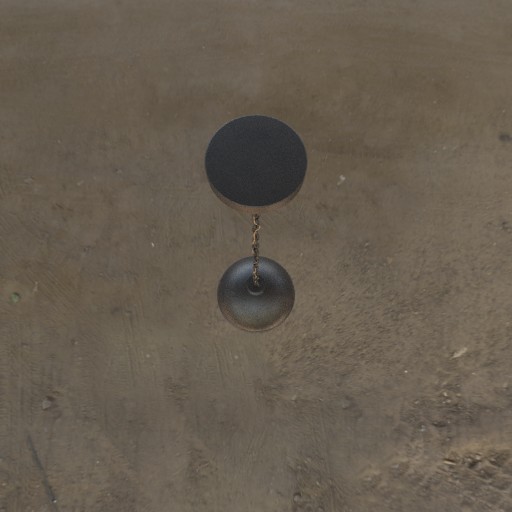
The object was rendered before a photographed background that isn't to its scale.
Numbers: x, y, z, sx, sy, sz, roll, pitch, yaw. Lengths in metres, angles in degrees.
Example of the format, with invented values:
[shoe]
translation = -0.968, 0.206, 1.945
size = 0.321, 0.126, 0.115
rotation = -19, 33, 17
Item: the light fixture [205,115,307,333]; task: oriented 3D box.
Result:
[light fixture]
translation = 0.000, 0.000, 1.212
size = 0.304, 1.090, 0.304
rotation = -33, 77, -9
